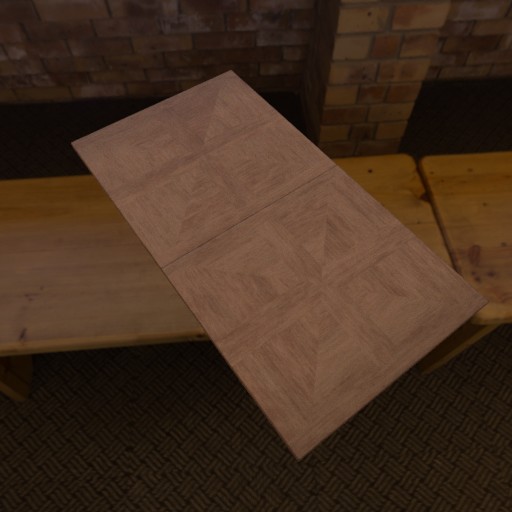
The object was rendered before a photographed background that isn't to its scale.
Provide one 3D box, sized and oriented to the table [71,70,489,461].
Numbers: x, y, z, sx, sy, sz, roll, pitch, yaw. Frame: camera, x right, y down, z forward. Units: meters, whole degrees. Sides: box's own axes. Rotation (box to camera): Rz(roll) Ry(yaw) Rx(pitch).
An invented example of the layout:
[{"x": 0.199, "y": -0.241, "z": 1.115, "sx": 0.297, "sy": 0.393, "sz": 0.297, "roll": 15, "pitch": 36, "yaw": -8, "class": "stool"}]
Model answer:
[{"x": 0.000, "y": 0.000, "z": 2.401, "sx": 1.016, "sy": 0.768, "sz": 1.881, "roll": -32, "pitch": 64, "yaw": -18, "class": "table"}]
